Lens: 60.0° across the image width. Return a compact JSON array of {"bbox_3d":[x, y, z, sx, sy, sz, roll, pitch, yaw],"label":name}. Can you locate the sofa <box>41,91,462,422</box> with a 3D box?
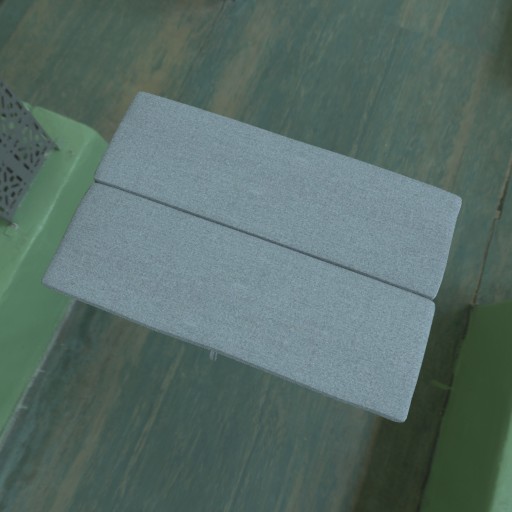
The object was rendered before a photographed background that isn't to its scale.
[{"bbox_3d":[0.000,0.000,1.659,1.250,0.434,0.817,20,75,6],"label":"sofa"}]
